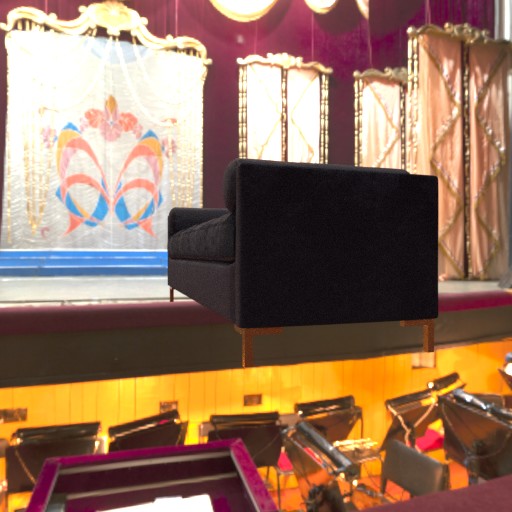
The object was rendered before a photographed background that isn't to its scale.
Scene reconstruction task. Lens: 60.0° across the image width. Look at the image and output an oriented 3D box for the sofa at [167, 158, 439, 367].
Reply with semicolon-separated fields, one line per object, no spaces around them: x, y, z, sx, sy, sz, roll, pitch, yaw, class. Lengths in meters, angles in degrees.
0.000;0.000;2.511;0.796;0.705;2.102;0;0;-18;sofa
